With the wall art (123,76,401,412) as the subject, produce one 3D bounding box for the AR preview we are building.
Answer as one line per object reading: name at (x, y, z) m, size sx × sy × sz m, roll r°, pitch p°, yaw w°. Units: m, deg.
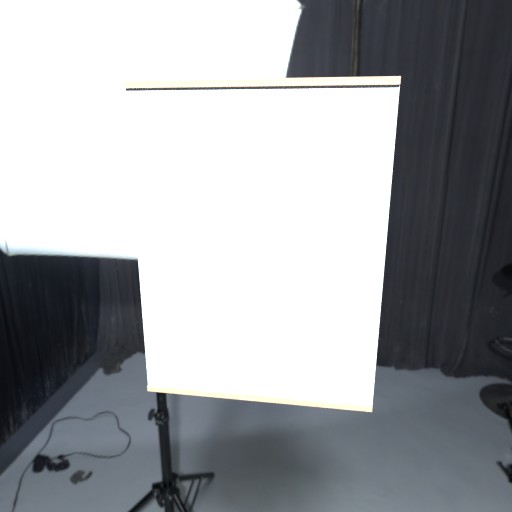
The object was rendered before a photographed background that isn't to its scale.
wall art at (0.000, 0.000, 0.816) m, size 0.459 × 0.608 × 0.012 m, roll 3°, pitch 17°, yaw 9°
